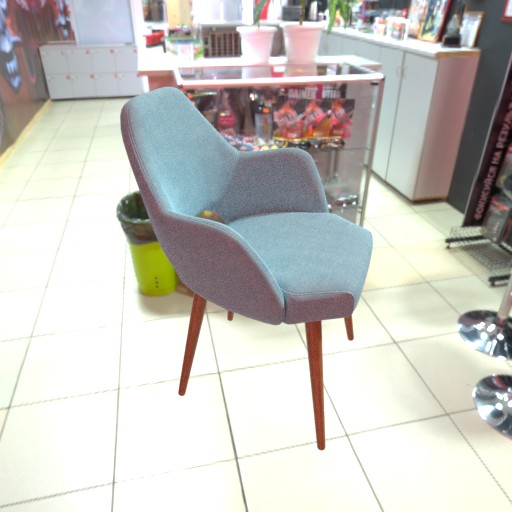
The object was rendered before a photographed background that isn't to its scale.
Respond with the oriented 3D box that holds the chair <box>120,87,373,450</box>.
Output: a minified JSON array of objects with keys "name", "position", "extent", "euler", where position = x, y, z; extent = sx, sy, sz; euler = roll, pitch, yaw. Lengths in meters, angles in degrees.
[{"name":"chair","position":[0.000,0.000,1.240],"extent":[0.610,0.840,0.590],"euler":[11,33,17]}]
